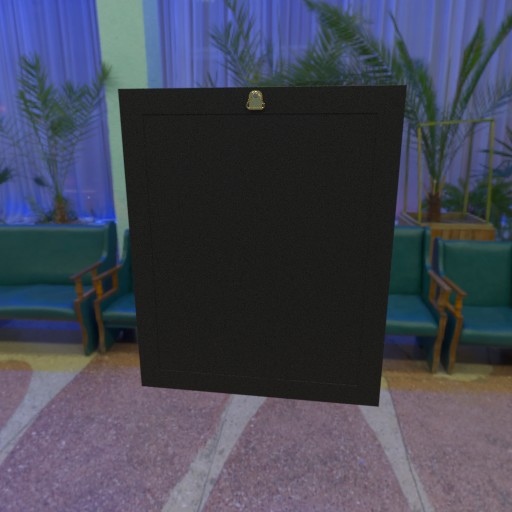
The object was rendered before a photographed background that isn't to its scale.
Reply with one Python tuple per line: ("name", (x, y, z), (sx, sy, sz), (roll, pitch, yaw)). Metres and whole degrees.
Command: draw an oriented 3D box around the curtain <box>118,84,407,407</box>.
("curtain", (0.000, 0.000, 0.819), (0.483, 0.585, 0.027), (2, 16, 8))
